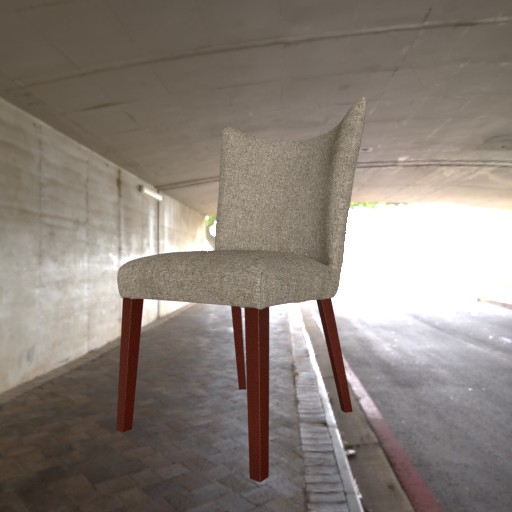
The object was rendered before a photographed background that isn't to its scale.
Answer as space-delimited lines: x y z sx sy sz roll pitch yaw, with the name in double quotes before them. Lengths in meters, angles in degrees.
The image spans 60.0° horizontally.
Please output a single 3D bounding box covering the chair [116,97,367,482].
"chair" 0.000 0.000 1.286 0.535 0.924 0.623 0 -1 36
